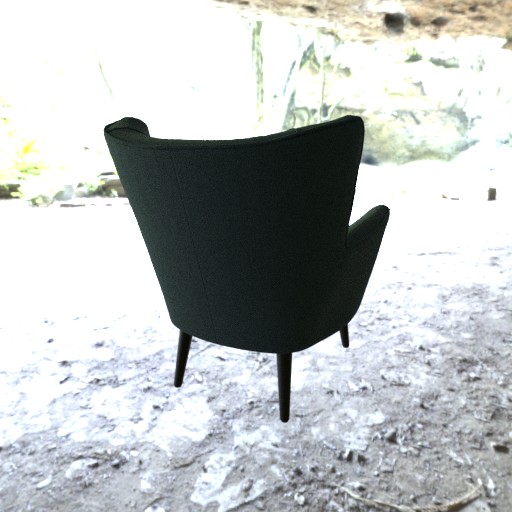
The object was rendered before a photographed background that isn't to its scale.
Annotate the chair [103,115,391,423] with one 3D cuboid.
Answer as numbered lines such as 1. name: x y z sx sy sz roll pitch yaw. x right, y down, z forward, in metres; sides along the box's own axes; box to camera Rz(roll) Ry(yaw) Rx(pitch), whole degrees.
1. chair: 0.000 0.000 1.552 0.781 0.933 0.888 9 19 26
